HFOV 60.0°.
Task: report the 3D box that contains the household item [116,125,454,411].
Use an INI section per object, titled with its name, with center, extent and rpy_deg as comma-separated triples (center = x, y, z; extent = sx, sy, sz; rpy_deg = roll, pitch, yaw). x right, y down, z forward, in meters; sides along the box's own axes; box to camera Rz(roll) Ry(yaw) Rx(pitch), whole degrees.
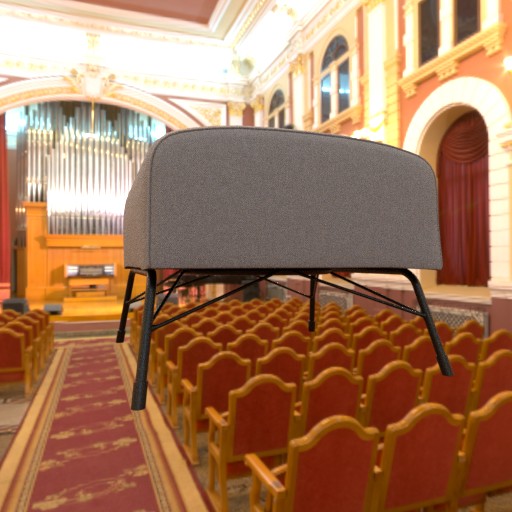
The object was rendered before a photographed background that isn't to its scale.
[household item]
center = 0.000, 0.000, 0.912
extent = 0.530, 0.410, 0.530
rpy_deg = 0, -1, -20
